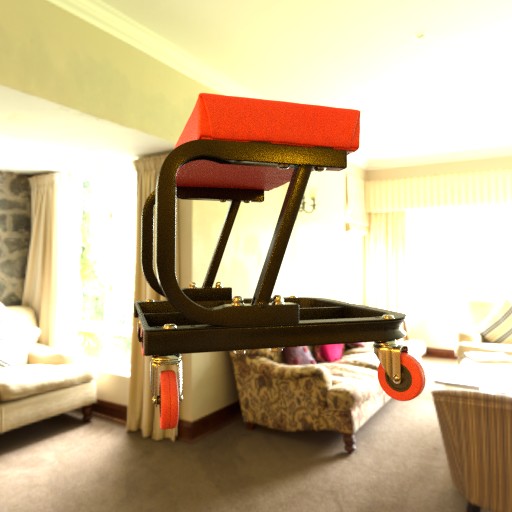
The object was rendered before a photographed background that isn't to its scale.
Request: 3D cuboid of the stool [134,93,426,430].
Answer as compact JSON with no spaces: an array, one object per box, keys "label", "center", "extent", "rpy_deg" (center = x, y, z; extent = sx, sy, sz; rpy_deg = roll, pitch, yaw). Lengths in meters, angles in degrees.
[{"label":"stool","center":[0.000,0.000,0.720],"extent":[0.371,0.380,0.446],"rpy_deg":[0,0,-17]}]
